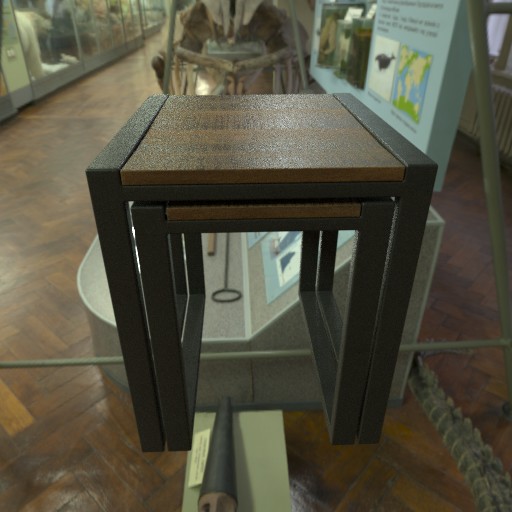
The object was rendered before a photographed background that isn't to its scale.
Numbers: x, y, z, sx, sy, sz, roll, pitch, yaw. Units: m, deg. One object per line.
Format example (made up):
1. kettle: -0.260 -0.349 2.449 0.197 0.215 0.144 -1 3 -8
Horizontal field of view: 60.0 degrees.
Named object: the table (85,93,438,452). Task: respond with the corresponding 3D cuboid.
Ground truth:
1. table: 0.000 0.000 0.912 0.449 0.550 0.500 -1 30 -2
